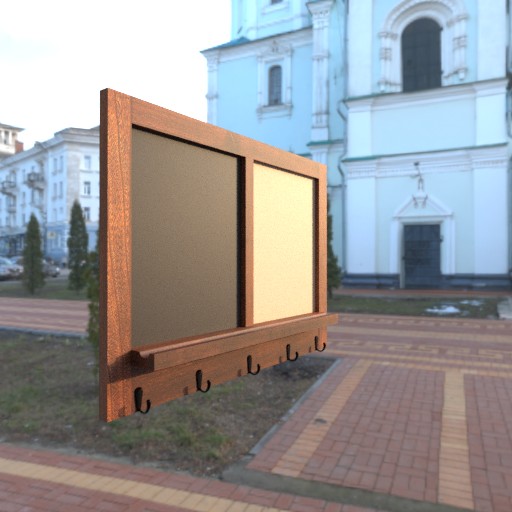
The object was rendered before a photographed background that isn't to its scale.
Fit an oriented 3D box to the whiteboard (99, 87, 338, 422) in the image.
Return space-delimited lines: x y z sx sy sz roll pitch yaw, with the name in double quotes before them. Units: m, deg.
"whiteboard" 0.000 0.000 1.026 0.083 0.553 0.768 0 0 37
